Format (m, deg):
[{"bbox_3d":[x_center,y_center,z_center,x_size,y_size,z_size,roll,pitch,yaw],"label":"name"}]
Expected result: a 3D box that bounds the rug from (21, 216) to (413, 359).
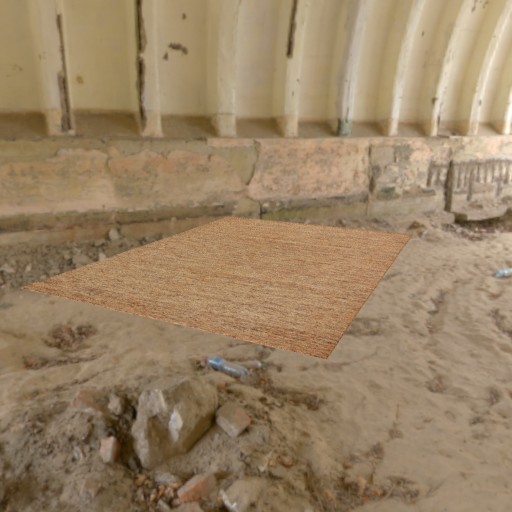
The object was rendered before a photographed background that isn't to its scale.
[{"bbox_3d":[0.000,0.000,4.251,2.438,0.012,3.200,8,18,25],"label":"rug"}]
